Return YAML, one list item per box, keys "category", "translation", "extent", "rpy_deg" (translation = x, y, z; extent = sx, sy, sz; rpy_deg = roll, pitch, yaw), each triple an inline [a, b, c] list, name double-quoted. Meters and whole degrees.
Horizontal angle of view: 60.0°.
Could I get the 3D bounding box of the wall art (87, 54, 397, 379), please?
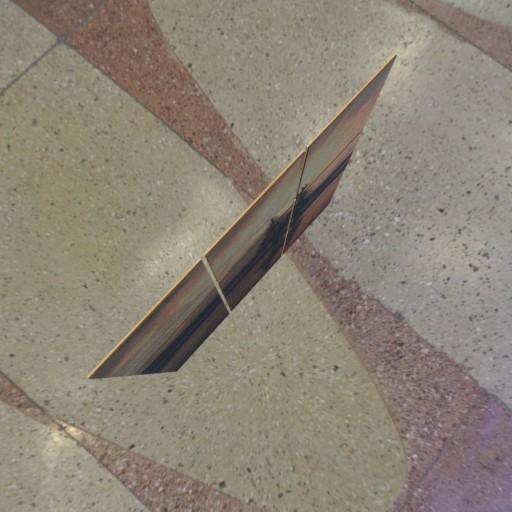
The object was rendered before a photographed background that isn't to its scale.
- category: "wall art"
  translation: [0.000, 0.000, 2.214]
  extent: [0.013, 1.525, 1.520]
  rpy_deg: [41, 80, 9]
